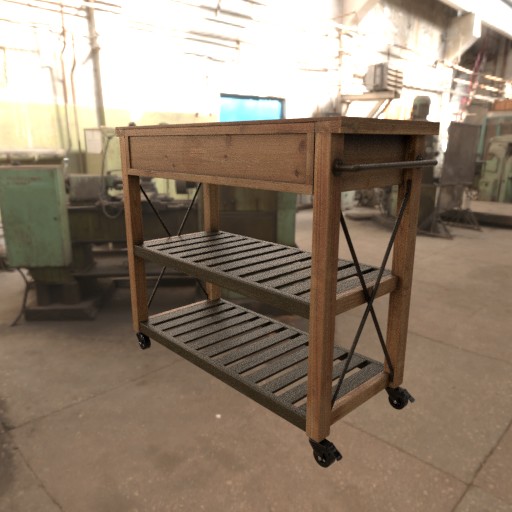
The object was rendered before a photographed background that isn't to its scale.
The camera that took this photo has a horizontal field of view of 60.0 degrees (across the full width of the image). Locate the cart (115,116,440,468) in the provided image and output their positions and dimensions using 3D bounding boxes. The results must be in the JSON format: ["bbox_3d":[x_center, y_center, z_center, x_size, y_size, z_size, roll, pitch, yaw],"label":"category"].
[{"bbox_3d":[0.000,0.000,0.976,0.298,0.554,0.686,-13,20,-41],"label":"cart"}]
